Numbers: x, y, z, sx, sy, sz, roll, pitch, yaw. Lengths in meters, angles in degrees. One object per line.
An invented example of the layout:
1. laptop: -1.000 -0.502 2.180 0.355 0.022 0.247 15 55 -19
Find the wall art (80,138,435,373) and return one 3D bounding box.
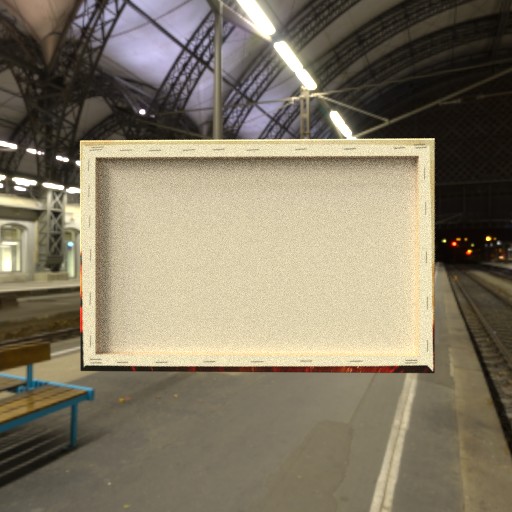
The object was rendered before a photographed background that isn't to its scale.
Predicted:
1. wall art: 0.000 0.000 1.164 0.918 0.602 0.038 0 0 1
